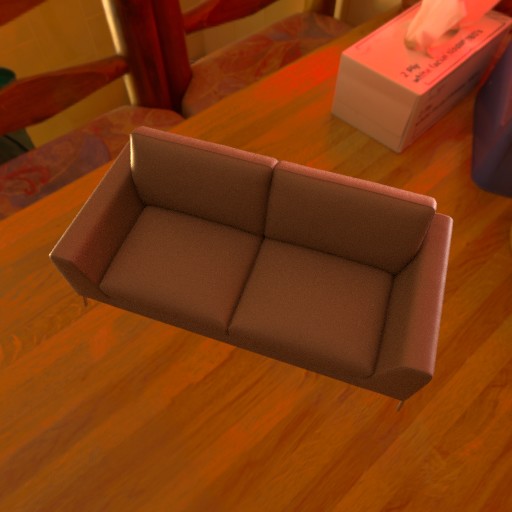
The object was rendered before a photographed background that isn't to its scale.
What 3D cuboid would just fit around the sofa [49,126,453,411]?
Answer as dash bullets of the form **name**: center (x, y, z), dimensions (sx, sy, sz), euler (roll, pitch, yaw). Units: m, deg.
- **sofa**: center (0.000, 0.000, 2.529), dimensions (2.017, 0.875, 0.953), euler (16, 59, 10)
